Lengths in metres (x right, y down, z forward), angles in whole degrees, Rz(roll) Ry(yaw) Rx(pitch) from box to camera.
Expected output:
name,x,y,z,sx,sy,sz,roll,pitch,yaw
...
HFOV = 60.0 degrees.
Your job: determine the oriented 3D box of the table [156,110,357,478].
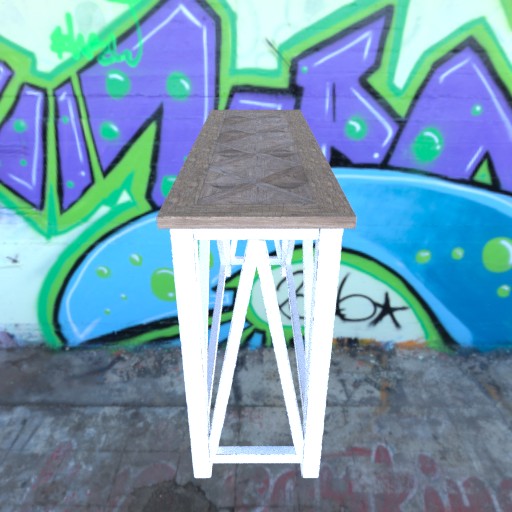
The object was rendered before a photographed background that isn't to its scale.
name,x,y,z,sx,sy,sz,roll,pitch,yaw
table,0.000,0.000,1.828,0.450,0.930,1.400,0,28,0
